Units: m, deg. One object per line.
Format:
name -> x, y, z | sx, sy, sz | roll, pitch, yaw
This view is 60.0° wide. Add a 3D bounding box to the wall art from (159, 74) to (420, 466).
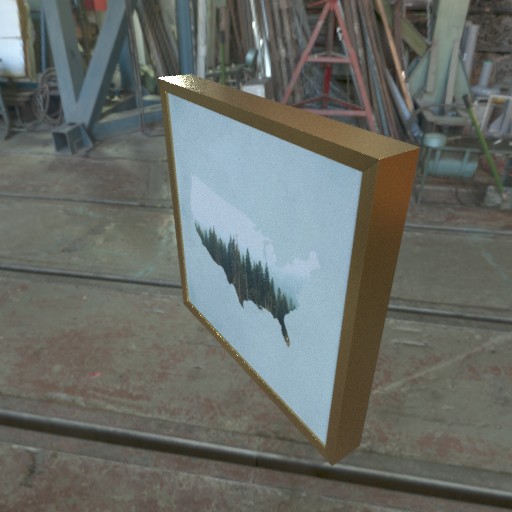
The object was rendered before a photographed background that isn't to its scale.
wall art -> 0.000, 0.000, 0.456 | 0.038, 0.304, 0.304 | -21, 38, -29
